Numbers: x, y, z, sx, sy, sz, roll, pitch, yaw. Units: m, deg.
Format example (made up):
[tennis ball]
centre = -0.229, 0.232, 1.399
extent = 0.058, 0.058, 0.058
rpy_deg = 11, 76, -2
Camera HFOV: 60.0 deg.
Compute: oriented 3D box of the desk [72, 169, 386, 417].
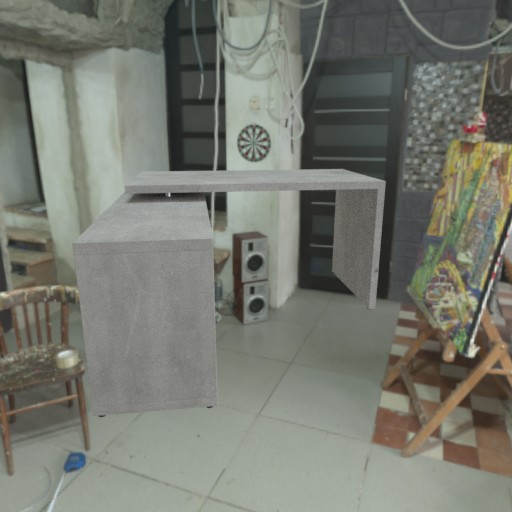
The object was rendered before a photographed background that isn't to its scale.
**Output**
[desk]
centre = 0.000, 0.000, 2.309
extent = 1.400, 0.740, 1.500
rpy_deg = -2, 16, -8
